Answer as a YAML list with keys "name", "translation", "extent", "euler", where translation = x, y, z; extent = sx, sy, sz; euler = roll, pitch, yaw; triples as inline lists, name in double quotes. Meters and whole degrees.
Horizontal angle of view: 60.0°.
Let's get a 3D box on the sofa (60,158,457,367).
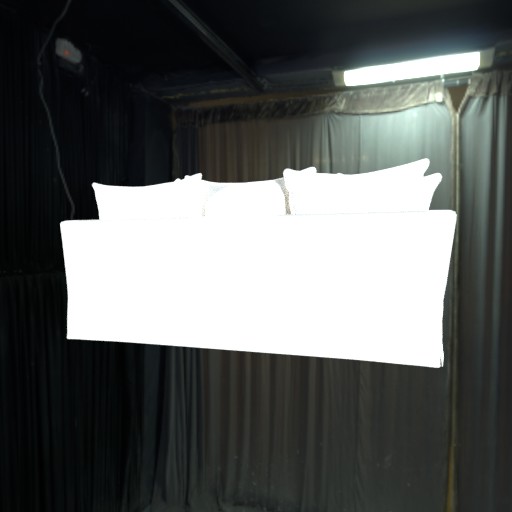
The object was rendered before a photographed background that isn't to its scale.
- name: "sofa"
  translation: [0.000, 0.000, 2.874]
  extent: [2.290, 1.034, 1.031]
  euler: [0, 1, 19]
